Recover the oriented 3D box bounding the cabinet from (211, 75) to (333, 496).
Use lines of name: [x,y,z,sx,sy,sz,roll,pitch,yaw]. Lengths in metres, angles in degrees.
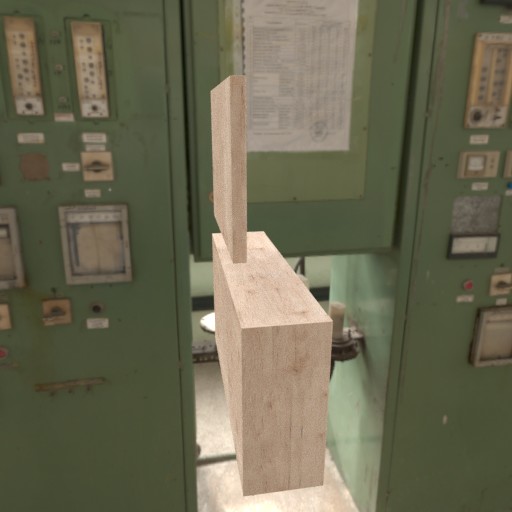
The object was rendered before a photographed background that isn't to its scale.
cabinet: [0.000,0.000,2.751,0.420,1.981,1.700,-3,17,-9]
